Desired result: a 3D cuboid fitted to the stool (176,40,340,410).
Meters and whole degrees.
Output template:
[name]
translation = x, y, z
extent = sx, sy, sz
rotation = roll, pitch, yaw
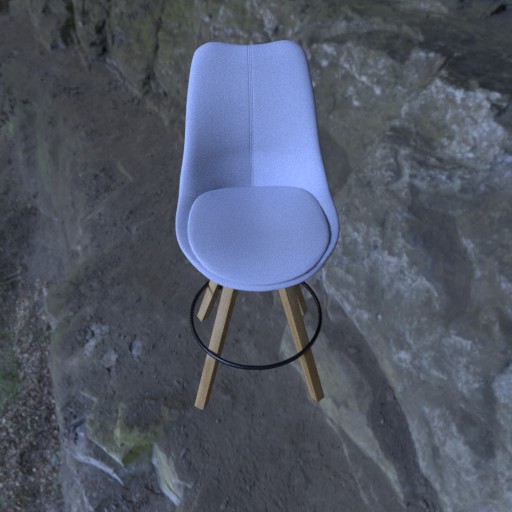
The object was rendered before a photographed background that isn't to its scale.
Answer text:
[stool]
translation = 0.000, 0.000, 1.406
extent = 0.484, 1.115, 0.550
rotation = -3, 45, -3
